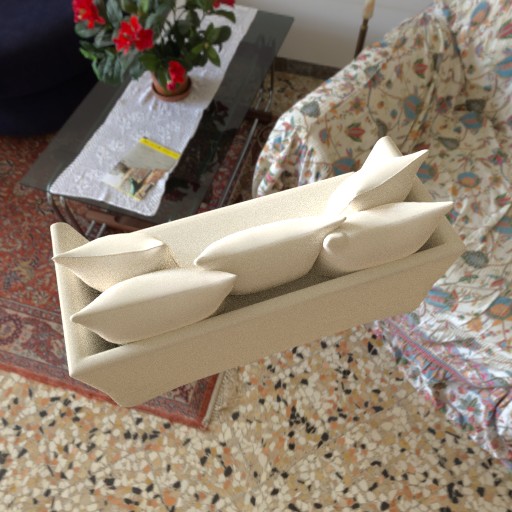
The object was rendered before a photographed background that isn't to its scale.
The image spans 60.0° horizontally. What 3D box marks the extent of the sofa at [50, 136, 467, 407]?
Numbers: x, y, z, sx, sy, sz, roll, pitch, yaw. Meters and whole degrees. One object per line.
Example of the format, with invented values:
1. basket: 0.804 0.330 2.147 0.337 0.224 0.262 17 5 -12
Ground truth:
1. sofa: 0.000 0.000 2.803 2.290 1.034 1.031 -17 61 -10
